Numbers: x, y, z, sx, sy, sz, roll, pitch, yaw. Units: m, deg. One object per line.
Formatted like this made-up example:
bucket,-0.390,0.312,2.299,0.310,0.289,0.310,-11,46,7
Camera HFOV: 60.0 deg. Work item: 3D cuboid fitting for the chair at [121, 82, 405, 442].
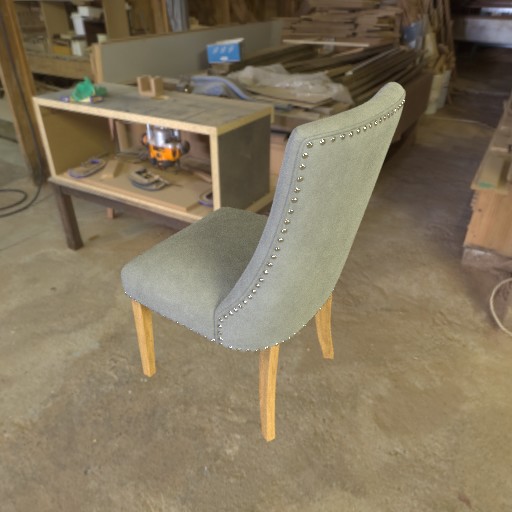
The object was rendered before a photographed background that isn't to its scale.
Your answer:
chair,0.000,0.000,1.231,0.610,0.902,0.495,20,37,29
